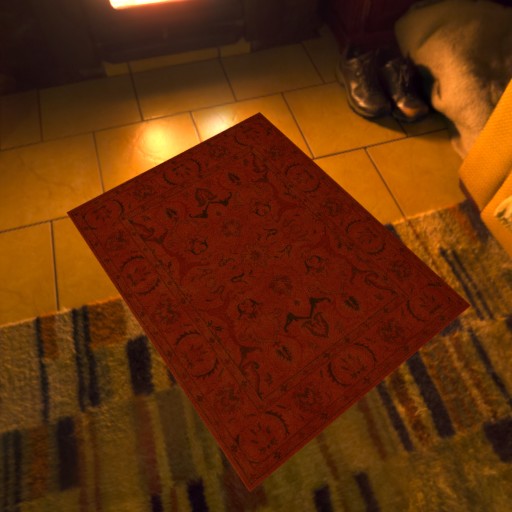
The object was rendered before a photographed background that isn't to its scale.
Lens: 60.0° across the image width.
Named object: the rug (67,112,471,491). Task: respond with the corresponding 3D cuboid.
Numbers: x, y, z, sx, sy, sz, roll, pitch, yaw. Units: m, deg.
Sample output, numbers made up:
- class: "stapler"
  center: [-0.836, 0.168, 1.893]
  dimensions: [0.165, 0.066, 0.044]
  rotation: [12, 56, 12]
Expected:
- class: "rug"
  center: [0.000, 0.000, 3.954]
  dimensions: [2.300, 0.012, 2.929]
  rotation: [-33, 64, -18]
